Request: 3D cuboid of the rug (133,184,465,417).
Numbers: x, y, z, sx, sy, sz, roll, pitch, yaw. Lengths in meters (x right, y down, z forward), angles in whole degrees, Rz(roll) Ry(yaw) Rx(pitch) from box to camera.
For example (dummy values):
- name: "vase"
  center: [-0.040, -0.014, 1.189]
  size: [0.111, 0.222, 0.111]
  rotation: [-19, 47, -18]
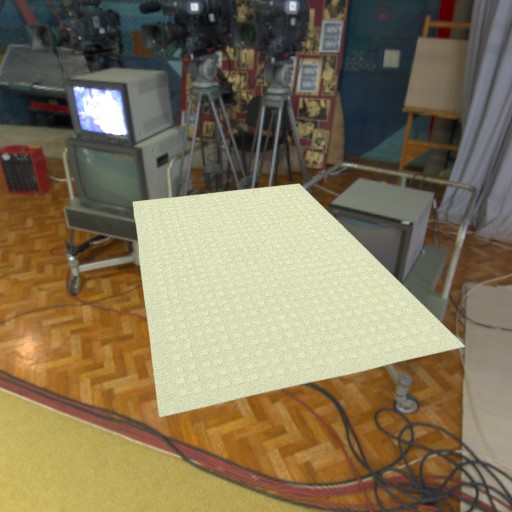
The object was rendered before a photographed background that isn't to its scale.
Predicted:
- name: "rug"
  center: [0.000, 0.000, 2.255]
  size: [1.143, 0.006, 1.747]
  rotation: [-8, 32, -14]
